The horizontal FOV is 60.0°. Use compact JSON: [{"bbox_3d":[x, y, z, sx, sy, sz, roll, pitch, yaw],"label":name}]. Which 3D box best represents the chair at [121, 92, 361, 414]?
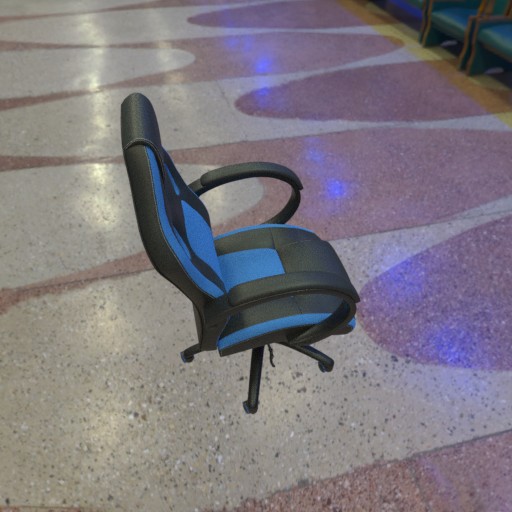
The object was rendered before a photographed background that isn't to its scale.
[{"bbox_3d":[0.000,0.000,1.602,0.724,1.187,0.673,-9,46,-9],"label":"chair"}]
